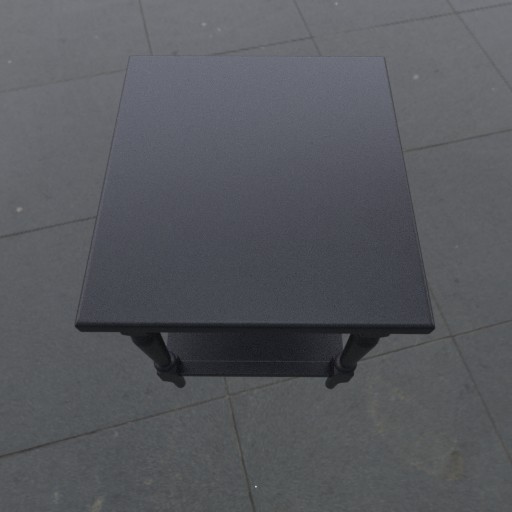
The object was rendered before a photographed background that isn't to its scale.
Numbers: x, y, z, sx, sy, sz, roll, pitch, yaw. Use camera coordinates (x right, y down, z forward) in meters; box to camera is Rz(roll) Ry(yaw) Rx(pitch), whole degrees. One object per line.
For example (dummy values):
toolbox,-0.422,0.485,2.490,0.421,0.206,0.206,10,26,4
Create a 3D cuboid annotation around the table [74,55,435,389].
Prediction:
table,0.000,0.000,0.900,0.442,0.565,0.488,0,63,0
